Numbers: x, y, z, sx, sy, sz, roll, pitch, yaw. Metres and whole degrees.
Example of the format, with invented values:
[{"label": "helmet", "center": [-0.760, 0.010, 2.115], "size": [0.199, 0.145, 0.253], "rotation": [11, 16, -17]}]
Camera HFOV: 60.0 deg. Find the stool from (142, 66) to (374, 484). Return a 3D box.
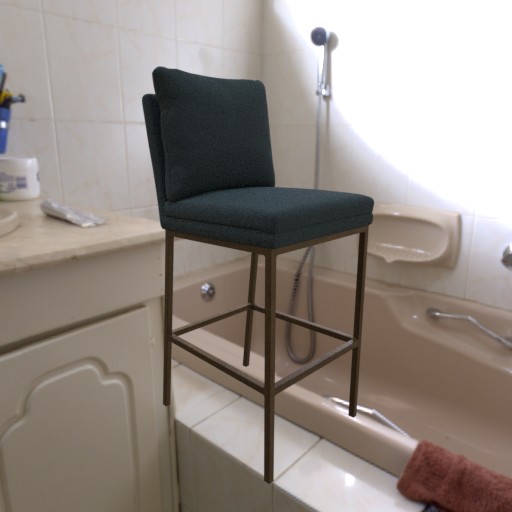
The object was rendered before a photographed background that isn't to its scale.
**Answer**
[{"label": "stool", "center": [0.000, 0.000, 1.418], "size": [0.568, 1.124, 0.463], "rotation": [14, 20, 43]}]
